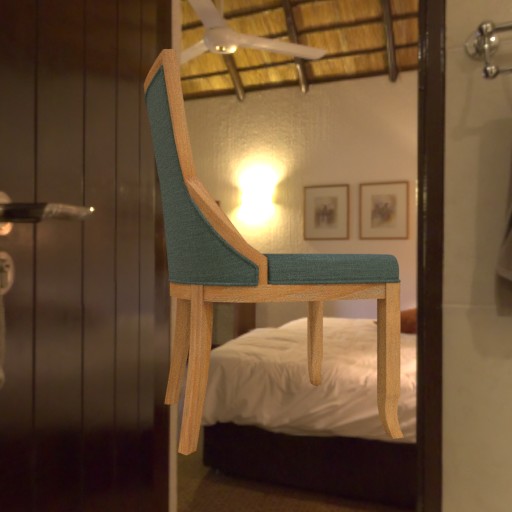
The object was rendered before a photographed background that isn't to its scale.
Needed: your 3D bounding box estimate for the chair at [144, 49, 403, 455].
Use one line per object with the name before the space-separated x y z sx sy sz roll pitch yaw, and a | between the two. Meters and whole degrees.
chair | 0.000 0.000 1.306 0.641 0.947 0.524 0 0 -17
